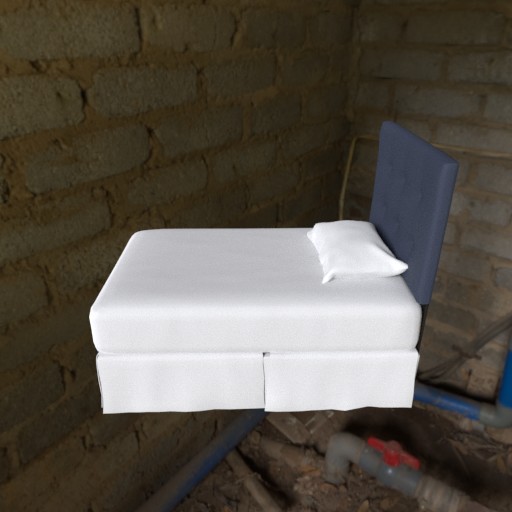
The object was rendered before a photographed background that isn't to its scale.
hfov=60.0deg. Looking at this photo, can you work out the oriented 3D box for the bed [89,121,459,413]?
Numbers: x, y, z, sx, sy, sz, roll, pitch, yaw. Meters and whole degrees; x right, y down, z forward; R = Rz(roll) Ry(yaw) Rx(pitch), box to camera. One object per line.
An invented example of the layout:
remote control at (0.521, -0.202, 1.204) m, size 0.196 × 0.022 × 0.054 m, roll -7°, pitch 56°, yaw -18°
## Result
bed at (0.000, 0.000, 2.980) m, size 1.997 × 1.571 × 1.261 m, roll 0°, pitch 27°, yaw -1°
